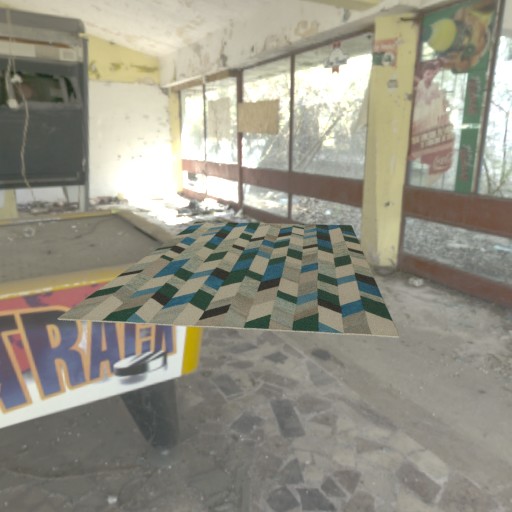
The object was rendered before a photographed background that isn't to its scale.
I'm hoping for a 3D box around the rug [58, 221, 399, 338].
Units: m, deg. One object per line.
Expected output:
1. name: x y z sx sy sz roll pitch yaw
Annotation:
1. rug: 0.000 0.000 3.078 1.507 0.007 2.433 2 15 7
